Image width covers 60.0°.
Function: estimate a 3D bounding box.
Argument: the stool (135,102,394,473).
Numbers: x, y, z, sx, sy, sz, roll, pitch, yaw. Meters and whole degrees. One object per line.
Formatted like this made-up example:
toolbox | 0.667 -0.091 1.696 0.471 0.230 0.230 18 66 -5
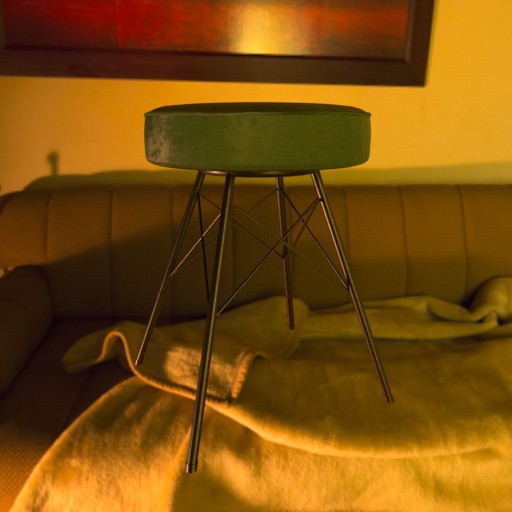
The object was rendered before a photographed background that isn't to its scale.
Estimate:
stool | 0.000 0.000 0.925 0.457 0.595 0.430 -8 18 -26
